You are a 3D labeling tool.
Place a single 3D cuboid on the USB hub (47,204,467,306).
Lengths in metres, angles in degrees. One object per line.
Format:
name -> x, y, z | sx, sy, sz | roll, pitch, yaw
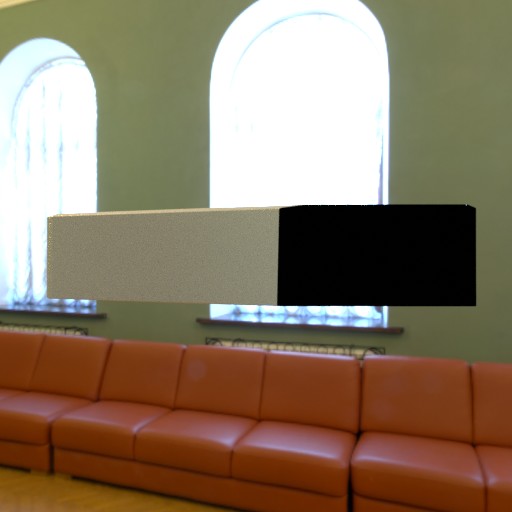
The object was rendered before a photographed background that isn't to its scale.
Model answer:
USB hub -> 0.000, 0.000, 0.125 | 0.110, 0.023, 0.044 | 0, 0, 18
